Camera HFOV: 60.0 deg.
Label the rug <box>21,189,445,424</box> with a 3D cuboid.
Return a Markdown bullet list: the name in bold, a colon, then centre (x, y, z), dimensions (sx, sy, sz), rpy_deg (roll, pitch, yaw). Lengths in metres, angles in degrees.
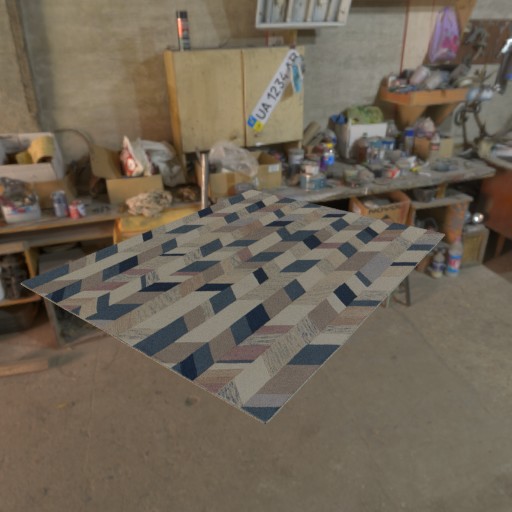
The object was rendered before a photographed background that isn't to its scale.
- **rug**: centre (0.000, 0.000, 4.003), dimensions (2.451, 0.011, 3.072), rpy_deg (18, 31, 33)
